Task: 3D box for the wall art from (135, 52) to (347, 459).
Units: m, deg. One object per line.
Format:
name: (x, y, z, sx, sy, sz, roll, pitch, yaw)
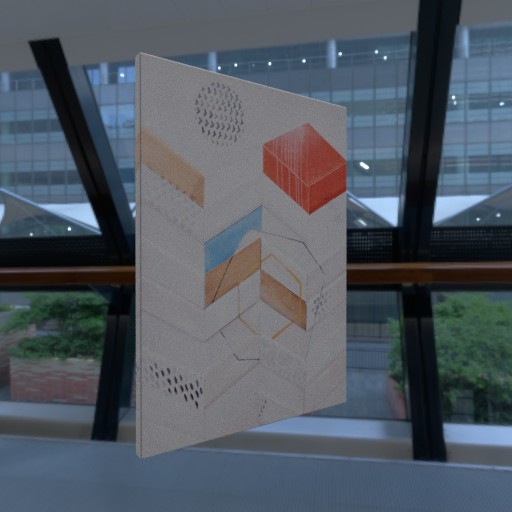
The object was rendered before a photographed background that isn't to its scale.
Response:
wall art: (0.000, 0.000, 1.112, 0.613, 0.848, 0.036, 0, 1, -35)
